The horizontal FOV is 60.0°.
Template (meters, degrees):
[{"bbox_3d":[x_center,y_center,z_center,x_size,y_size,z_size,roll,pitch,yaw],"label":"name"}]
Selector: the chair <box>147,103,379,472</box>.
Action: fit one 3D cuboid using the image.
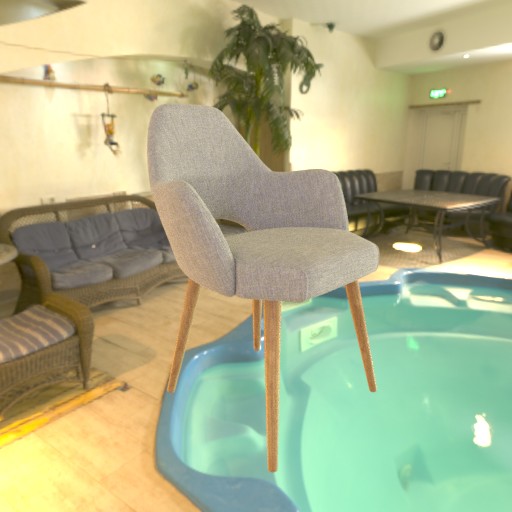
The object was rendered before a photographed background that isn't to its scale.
[{"bbox_3d":[0.000,0.000,1.254,0.610,0.840,0.590,14,20,42],"label":"chair"}]
